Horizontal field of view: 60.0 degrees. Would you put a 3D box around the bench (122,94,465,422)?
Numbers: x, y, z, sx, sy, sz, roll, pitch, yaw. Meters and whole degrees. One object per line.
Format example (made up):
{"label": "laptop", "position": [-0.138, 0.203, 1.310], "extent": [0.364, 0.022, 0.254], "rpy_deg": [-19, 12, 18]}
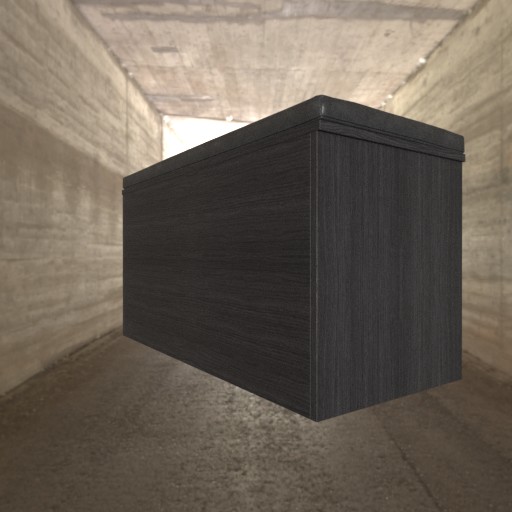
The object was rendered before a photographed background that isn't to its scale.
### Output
{"label": "bench", "position": [0.000, 0.000, 1.148], "extent": [0.401, 0.501, 0.905], "rpy_deg": [0, 0, -35]}
